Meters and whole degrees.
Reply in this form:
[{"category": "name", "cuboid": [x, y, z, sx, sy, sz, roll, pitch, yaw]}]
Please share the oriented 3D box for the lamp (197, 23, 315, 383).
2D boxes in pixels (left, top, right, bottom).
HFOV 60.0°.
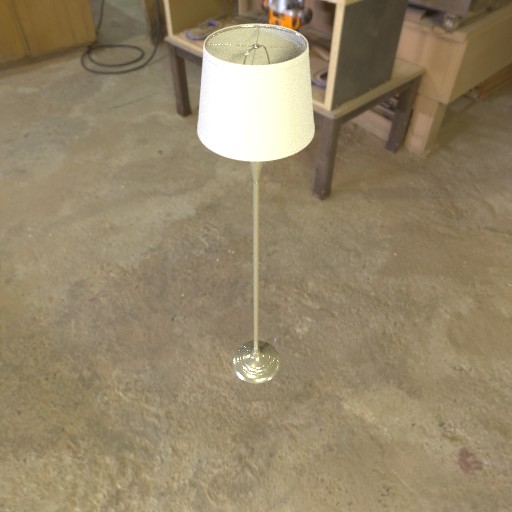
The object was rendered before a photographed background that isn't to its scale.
[{"category": "lamp", "cuboid": [0.000, 0.000, 1.621, 0.327, 1.506, 0.327, -32, 54, -26]}]
